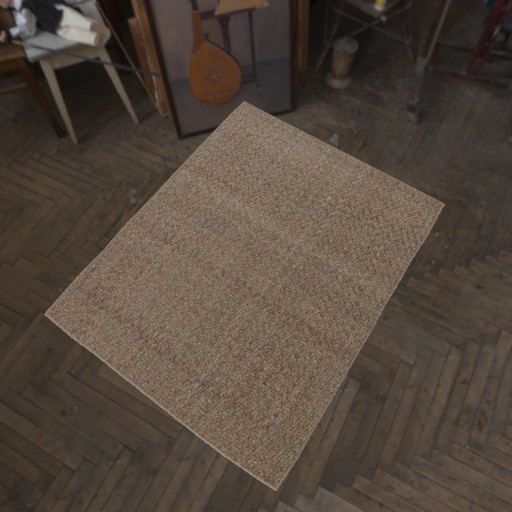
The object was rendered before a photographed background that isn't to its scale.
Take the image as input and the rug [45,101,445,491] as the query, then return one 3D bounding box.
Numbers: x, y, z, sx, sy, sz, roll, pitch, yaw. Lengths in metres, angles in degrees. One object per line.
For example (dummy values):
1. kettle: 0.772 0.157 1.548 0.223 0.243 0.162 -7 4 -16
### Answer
1. rug: 0.000 0.000 4.079 2.439 0.013 3.048 31 67 15
